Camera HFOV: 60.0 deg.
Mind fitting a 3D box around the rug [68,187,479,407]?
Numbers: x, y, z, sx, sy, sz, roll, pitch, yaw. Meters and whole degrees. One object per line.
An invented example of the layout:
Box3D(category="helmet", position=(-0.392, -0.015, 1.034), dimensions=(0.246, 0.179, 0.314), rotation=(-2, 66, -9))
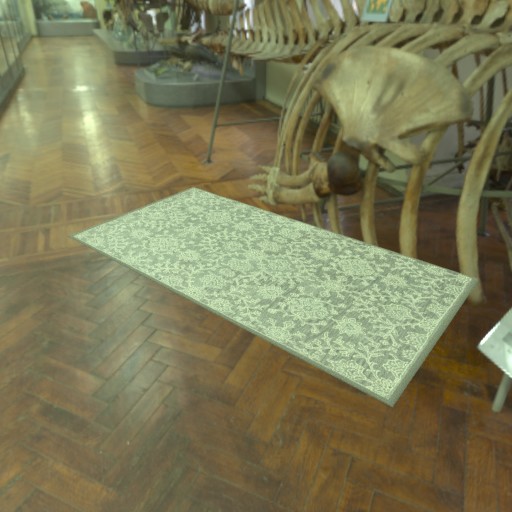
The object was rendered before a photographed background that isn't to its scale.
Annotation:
Box3D(category="rug", position=(0.000, 0.000, 3.630), dimensions=(3.048, 0.011, 1.546), rotation=(22, 36, 33))
